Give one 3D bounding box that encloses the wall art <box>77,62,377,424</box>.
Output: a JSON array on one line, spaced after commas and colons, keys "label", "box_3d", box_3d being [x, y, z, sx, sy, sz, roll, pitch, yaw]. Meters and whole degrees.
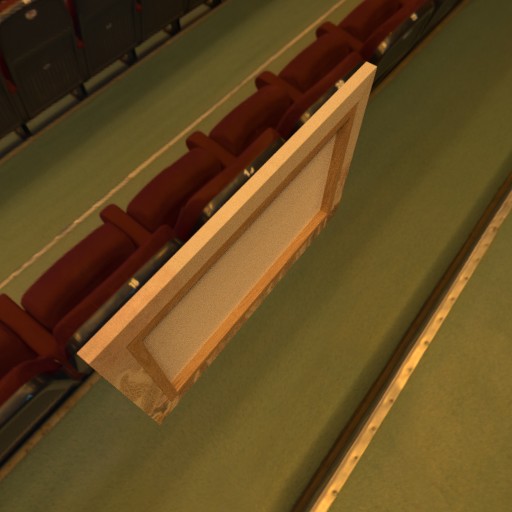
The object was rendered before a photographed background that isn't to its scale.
[{"label": "wall art", "box_3d": [0.000, 0.000, 1.445, 0.041, 0.758, 1.142, 34, 66, 17]}]
